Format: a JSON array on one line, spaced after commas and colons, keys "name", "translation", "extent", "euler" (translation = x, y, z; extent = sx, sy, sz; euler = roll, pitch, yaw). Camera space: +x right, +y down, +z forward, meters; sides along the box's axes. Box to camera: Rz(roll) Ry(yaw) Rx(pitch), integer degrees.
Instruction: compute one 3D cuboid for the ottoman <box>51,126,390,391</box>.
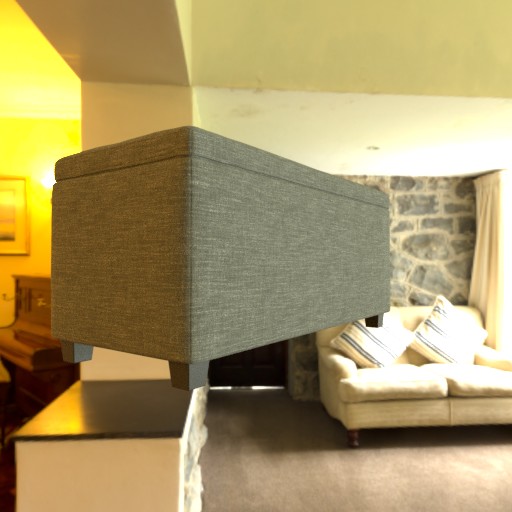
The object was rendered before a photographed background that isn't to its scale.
[{"name": "ottoman", "translation": [0.000, 0.000, 1.138], "extent": [0.419, 0.432, 0.902], "euler": [0, -1, 36]}]
